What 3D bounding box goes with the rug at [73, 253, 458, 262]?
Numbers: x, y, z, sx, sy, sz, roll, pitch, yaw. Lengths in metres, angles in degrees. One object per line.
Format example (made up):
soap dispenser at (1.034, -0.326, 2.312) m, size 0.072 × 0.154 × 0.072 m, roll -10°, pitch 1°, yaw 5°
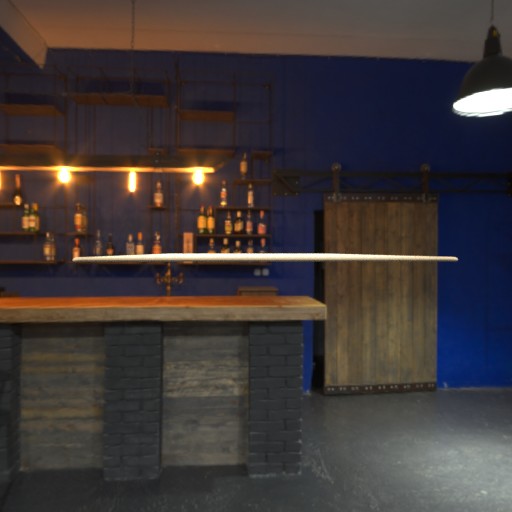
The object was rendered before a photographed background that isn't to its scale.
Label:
rug at (0.000, 0.000, 2.039) m, size 1.062 × 0.013 × 1.667 m, roll 0°, pitch 1°, yaw -3°
